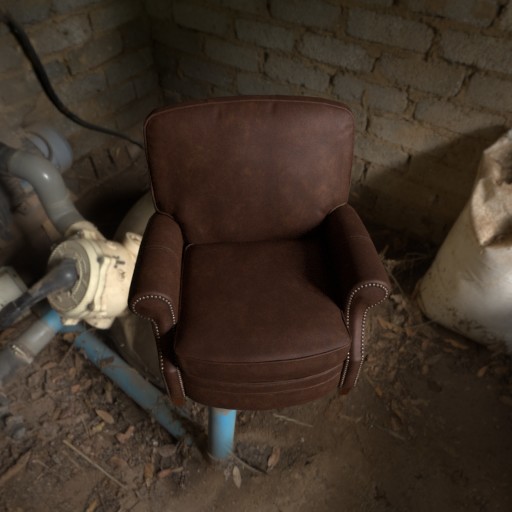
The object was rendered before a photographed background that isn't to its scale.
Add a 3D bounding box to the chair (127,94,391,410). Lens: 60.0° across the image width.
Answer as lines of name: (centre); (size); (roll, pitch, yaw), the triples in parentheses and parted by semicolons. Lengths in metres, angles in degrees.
chair: (0.000, 0.000, 1.793); (0.936, 1.018, 0.986); (-3, 47, -3)
